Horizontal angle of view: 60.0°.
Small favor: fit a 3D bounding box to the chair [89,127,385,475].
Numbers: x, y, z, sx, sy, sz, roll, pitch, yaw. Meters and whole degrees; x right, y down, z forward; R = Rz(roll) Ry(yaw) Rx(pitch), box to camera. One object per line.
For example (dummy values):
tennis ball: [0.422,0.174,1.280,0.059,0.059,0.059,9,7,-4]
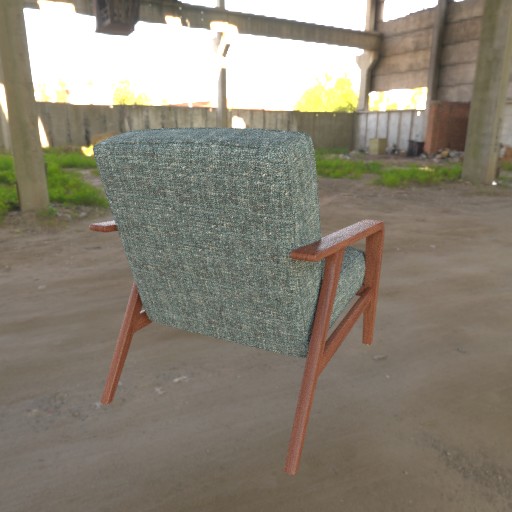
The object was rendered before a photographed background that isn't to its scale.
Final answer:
chair: [0.000,0.000,1.552,0.719,0.864,0.889,8,18,26]
